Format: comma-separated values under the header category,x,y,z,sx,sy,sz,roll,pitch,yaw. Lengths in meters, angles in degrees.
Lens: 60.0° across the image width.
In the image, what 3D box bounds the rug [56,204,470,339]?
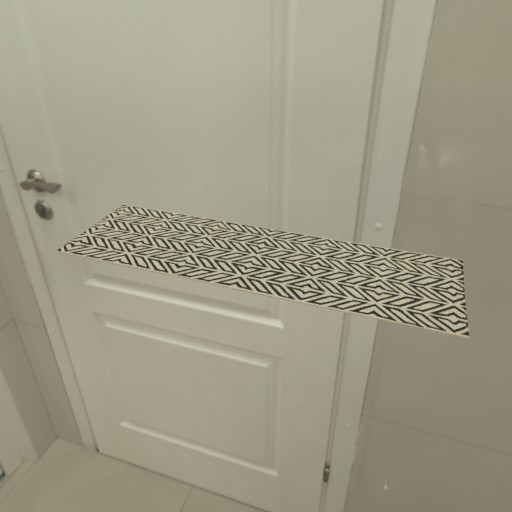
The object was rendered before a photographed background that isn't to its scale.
category,x,y,z,sx,sy,sz,roll,pitch,yaw
rug,0.000,0.000,2.770,2.435,0.009,0.750,10,33,17
